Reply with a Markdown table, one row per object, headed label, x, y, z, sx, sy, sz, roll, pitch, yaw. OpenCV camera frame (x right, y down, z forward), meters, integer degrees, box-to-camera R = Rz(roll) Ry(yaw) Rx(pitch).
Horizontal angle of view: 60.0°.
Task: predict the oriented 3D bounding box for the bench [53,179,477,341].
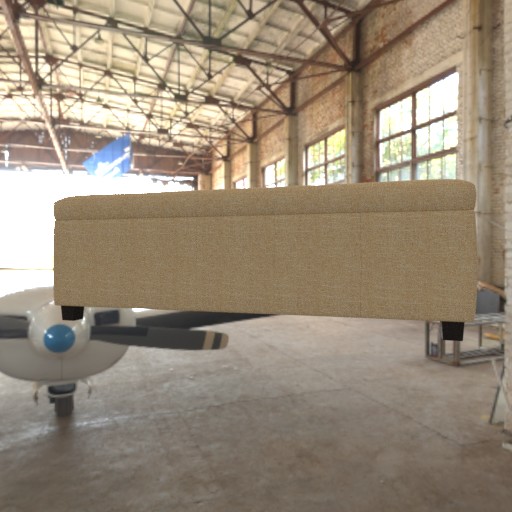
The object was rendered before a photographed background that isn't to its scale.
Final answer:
| label | x | y | z | sx | sy | sz | roll | pitch | yaw |
| --- | --- | --- | --- | --- | --- | --- | --- | --- | --- |
| bench | 0.000 | 0.000 | 1.420 | 1.219 | 0.406 | 0.432 | 0 | 0 | 17 |
